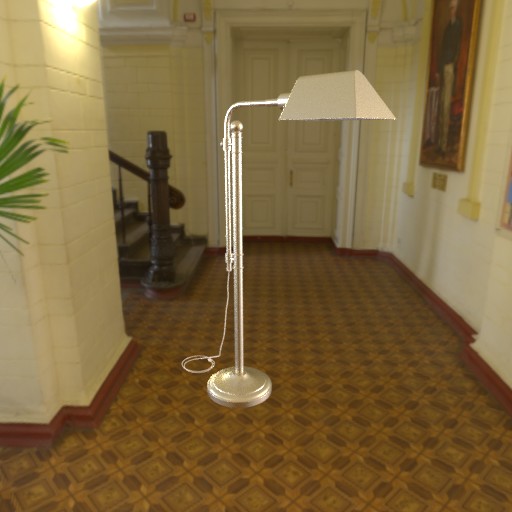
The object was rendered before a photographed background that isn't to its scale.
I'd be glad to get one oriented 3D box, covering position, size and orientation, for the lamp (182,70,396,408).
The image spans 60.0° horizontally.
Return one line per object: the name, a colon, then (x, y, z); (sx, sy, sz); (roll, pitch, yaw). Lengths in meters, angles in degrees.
lamp: (0.000, 0.000, 0.960); (0.159, 0.708, 0.546); (-15, 21, -42)
